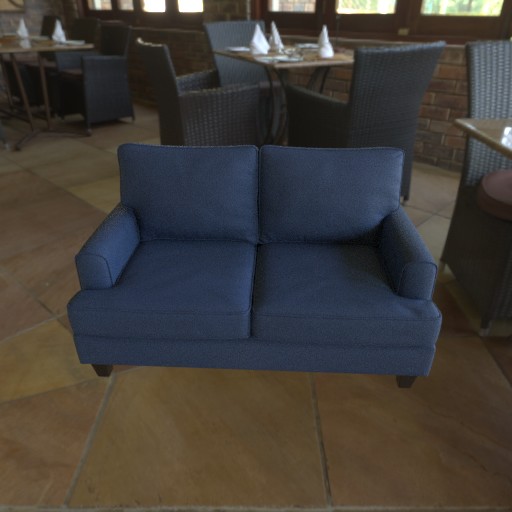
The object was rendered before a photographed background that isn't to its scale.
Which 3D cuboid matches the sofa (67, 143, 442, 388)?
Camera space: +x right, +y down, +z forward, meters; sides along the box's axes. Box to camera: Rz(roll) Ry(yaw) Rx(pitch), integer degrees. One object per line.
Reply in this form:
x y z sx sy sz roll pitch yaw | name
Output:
0.000 0.000 2.264 1.651 0.965 0.965 1 30 3 | sofa
